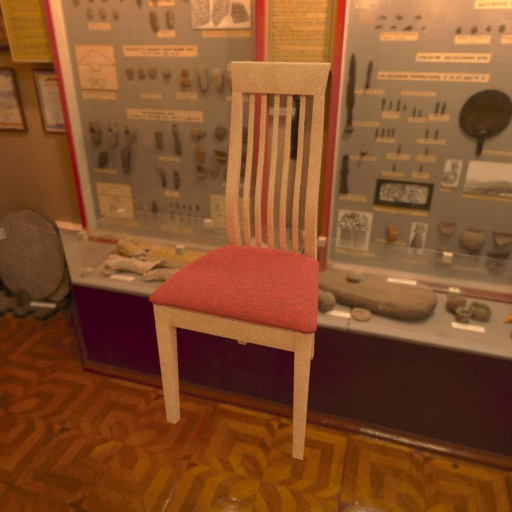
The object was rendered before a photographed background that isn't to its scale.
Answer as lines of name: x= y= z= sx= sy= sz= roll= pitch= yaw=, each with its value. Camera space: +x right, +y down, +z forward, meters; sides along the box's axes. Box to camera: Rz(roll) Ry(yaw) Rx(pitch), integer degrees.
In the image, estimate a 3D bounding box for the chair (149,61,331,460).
chair: x=0.000 y=0.000 z=1.303 sx=0.460 sy=1.027 sz=0.474 roll=9 pitch=28 yaw=17
